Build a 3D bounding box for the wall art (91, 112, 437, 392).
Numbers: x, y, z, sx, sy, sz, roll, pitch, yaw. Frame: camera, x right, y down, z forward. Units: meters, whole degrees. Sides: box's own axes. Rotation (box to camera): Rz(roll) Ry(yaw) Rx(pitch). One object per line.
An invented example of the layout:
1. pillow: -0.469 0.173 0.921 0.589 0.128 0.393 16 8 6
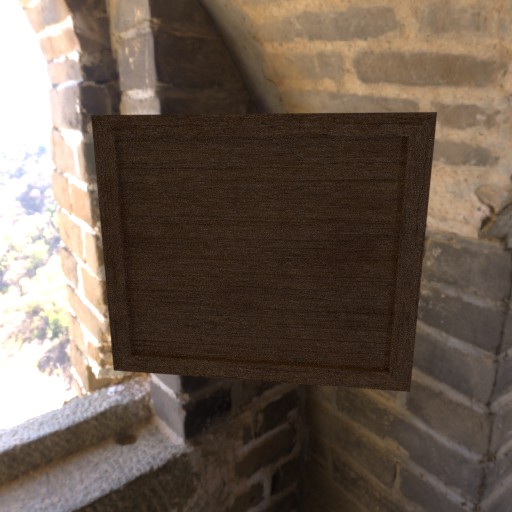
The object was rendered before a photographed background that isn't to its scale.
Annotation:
1. wall art: 0.000 0.000 0.962 0.690 0.588 0.026 2 15 8
